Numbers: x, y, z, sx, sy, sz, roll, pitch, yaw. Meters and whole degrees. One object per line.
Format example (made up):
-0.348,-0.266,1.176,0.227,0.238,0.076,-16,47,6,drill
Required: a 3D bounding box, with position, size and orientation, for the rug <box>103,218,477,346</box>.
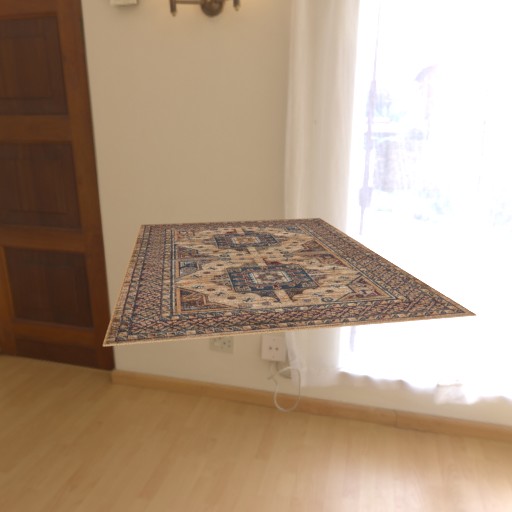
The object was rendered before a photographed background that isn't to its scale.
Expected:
0.000,0.000,2.899,1.611,0.008,2.227,-3,17,-10,rug
